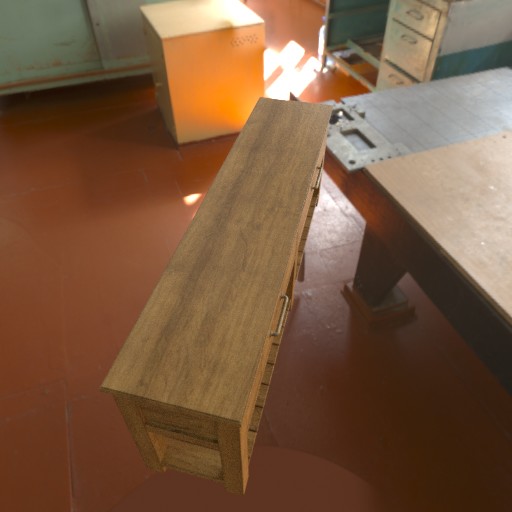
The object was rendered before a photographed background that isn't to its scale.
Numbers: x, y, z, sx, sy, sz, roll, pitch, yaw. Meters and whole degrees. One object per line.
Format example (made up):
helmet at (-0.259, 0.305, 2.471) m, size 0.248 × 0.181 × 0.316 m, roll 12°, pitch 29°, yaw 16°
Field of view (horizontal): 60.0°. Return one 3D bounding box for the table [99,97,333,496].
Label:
table at (0.000, 0.000, 2.025) m, size 0.425 × 0.635 × 1.815 m, roll 10°, pitch 46°, yaw 10°
